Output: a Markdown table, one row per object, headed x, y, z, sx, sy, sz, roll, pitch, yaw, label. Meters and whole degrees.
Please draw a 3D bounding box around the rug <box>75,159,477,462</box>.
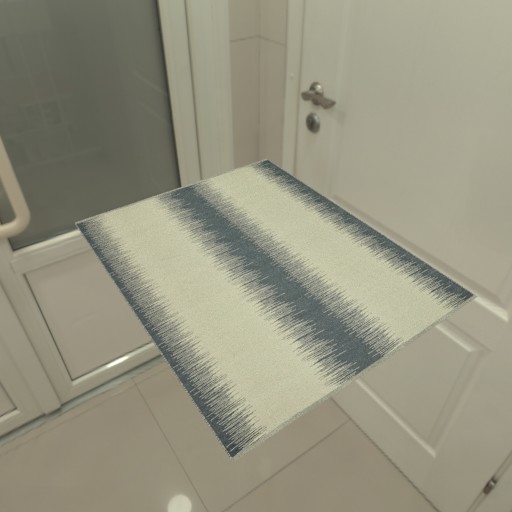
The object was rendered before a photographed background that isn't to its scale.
| x | y | z | sx | sy | sz | roll | pitch | yaw | label |
| --- | --- | --- | --- | --- | --- | --- | --- | --- | --- |
| 0.000 | 0.000 | 4.150 | 2.453 | 0.004 | 3.037 | -24 | 45 | -26 | rug |
